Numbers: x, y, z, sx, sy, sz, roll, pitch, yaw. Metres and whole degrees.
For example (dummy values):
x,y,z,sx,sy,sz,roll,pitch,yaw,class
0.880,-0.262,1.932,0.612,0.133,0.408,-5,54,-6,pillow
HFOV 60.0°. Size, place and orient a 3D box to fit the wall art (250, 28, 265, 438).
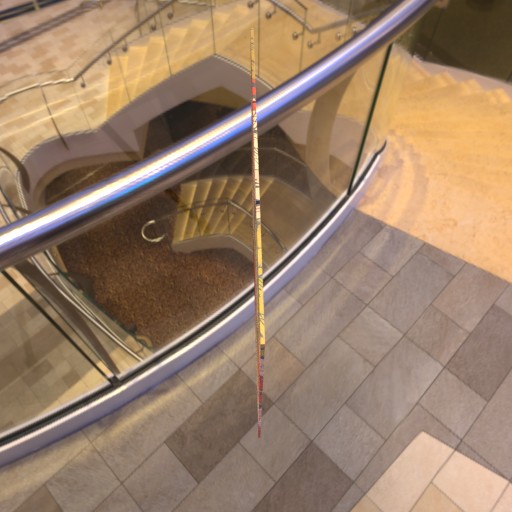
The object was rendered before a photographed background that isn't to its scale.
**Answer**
x,y,z,sx,sy,sz,roll,pitch,yaw,class
0.000,0.000,2.297,0.013,1.534,1.519,-1,59,-1,wall art
